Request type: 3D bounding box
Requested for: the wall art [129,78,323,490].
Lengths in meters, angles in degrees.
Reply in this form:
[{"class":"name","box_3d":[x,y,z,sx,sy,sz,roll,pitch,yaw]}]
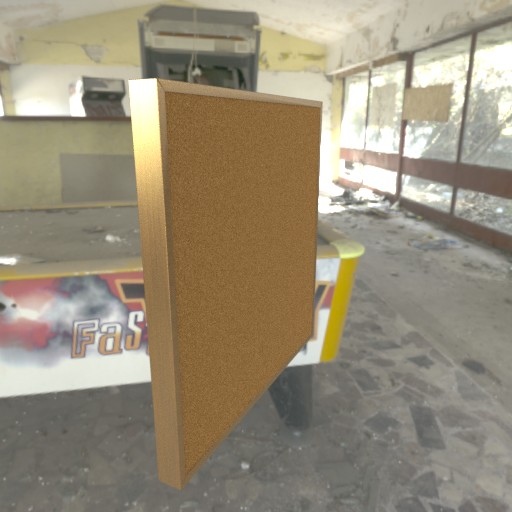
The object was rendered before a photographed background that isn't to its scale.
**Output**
[{"class":"wall art","box_3d":[0.000,0.000,0.734,0.037,0.505,0.505,8,18,26]}]
